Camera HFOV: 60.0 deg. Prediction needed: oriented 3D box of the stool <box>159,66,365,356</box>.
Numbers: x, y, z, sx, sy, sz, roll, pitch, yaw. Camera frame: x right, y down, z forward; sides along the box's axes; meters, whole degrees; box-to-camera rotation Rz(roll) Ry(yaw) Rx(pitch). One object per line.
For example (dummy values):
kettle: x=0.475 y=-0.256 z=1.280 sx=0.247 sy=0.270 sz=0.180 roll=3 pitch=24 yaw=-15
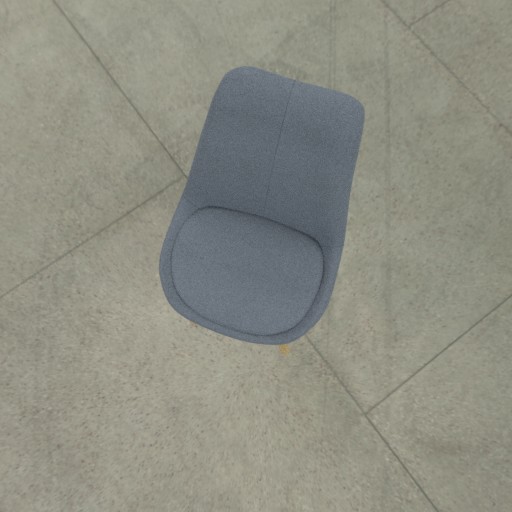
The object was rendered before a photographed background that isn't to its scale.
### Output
stool: x=0.000 y=0.000 z=1.419 sx=0.485 sy=1.115 sz=0.550 roll=18 pitch=77 yaw=4
